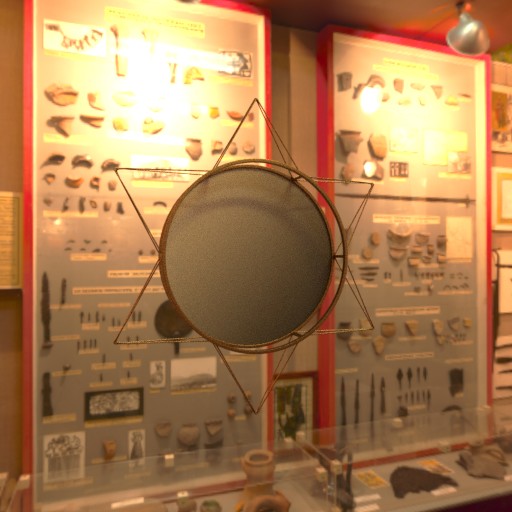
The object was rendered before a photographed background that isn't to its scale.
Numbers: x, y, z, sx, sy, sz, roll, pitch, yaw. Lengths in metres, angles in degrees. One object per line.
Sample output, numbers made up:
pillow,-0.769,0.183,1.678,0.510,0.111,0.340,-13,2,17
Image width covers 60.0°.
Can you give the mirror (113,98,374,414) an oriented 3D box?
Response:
mirror,0.000,0.000,0.813,0.498,0.581,0.062,0,0,-18
